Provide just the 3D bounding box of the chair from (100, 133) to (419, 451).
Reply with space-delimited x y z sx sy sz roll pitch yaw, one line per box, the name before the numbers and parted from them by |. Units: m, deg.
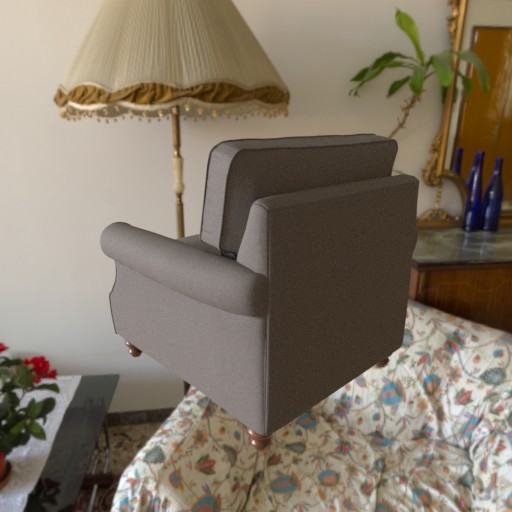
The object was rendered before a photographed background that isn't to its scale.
chair | 0.000 0.000 1.815 1.029 0.967 0.966 -16 23 -41
